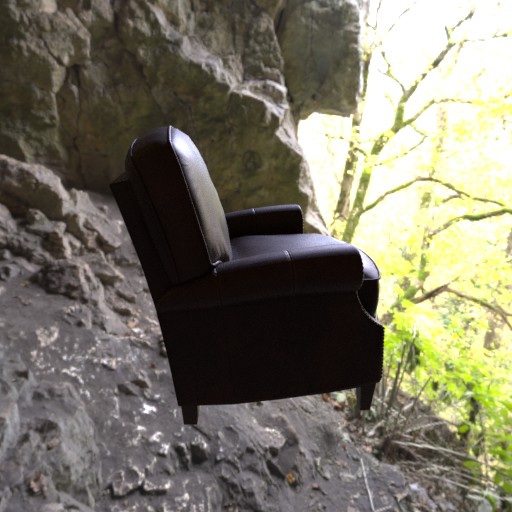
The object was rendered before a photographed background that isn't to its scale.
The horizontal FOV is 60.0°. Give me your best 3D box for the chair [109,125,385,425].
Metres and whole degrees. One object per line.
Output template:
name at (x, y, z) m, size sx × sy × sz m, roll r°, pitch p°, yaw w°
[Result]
chair at (0.000, 0.000, 1.803) m, size 0.986 × 1.018 × 0.936 m, roll -2°, pitch 16°, yaw -8°
